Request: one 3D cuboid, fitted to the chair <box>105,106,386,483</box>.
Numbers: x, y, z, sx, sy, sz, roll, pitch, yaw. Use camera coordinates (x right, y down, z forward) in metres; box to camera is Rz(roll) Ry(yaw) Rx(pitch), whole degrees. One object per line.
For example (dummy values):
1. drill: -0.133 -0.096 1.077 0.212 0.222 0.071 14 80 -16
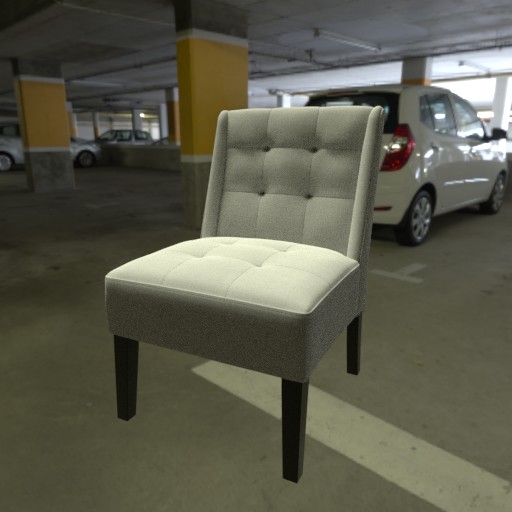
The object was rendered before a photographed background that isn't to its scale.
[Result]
1. chair: 0.000 0.000 1.289 0.569 0.853 0.676 8 17 26
